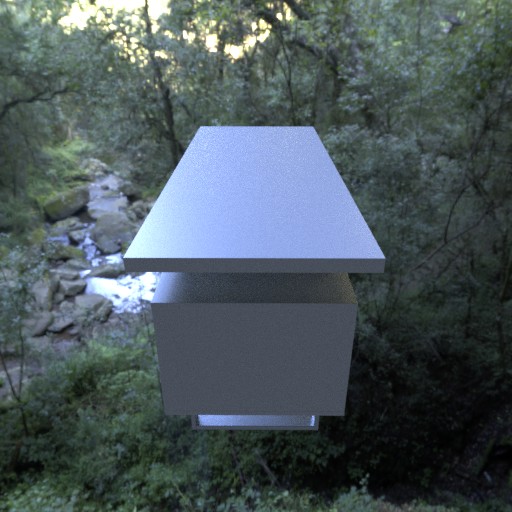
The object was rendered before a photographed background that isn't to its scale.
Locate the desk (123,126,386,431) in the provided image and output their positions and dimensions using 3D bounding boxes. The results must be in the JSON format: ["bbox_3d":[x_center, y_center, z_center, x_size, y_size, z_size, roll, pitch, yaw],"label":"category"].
[{"bbox_3d":[0.000,0.000,1.871,0.603,0.773,1.530,0,27,0],"label":"desk"}]
